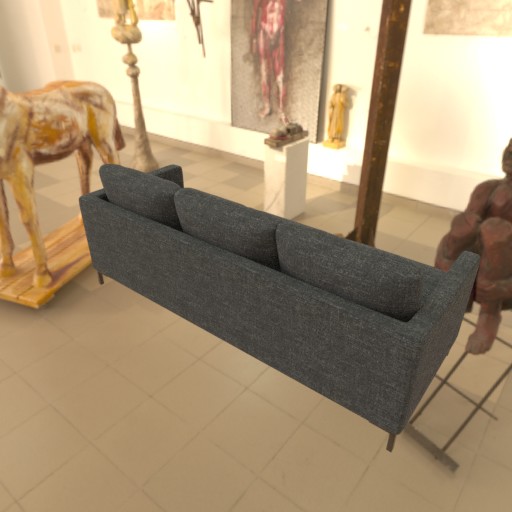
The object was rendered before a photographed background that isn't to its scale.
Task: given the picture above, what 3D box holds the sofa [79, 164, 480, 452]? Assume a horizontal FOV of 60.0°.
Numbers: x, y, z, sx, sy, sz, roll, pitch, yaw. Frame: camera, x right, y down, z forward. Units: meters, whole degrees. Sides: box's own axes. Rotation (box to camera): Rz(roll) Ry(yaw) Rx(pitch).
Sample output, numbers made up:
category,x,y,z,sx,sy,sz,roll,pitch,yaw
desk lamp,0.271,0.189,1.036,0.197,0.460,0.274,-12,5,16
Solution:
category,x,y,z,sx,sy,sz,roll,pitch,yaw
sofa,0.000,0.000,2.615,2.218,0.874,0.859,22,37,32
